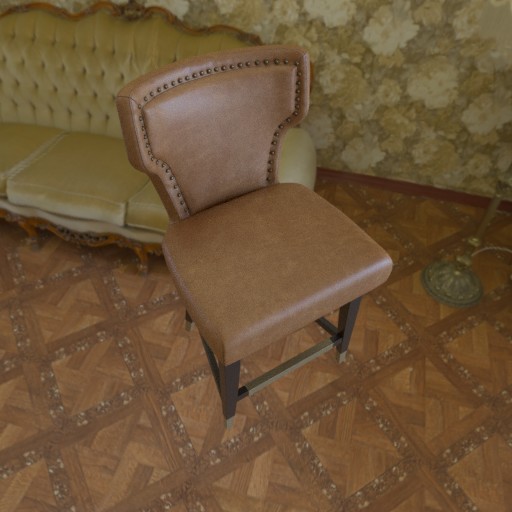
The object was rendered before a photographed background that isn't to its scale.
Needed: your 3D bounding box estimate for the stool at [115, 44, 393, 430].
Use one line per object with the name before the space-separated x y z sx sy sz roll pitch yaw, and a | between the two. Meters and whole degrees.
stool | 0.000 0.000 1.290 0.526 0.982 0.563 -24 51 -21
